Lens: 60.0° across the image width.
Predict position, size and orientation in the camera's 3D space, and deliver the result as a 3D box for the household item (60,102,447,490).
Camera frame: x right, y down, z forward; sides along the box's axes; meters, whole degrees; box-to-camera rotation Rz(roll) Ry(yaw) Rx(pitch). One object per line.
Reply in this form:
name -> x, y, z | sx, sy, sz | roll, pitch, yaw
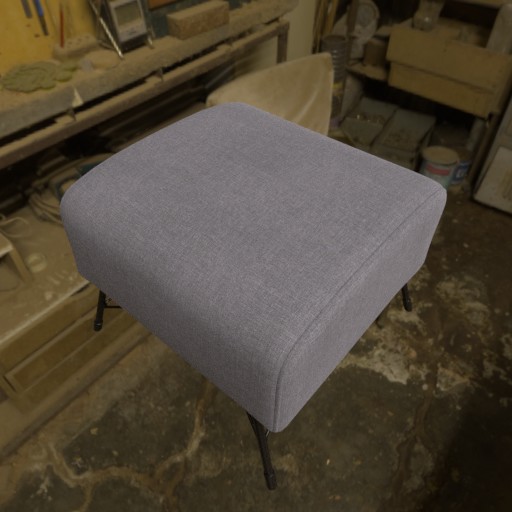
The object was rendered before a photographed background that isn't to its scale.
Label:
household item -> 0.000, 0.000, 0.884 | 0.530, 0.410, 0.530 | 31, 53, 27
